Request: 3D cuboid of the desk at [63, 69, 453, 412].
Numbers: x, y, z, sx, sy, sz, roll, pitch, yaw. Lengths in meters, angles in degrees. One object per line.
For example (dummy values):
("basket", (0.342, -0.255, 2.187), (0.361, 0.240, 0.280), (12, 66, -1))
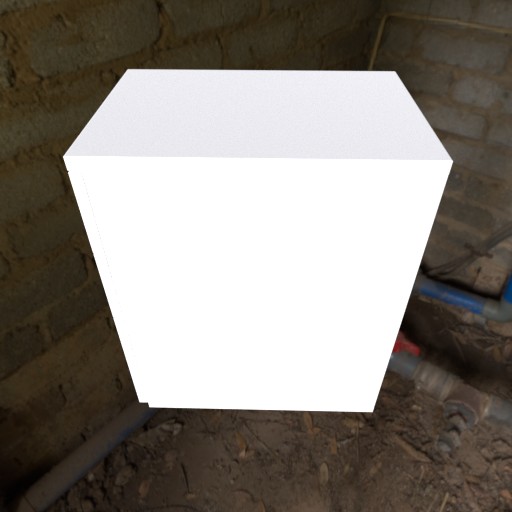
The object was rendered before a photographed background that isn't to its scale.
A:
("desk", (0.000, 0.000, 1.058), (0.600, 0.730, 0.404), (1, 41, 1))
